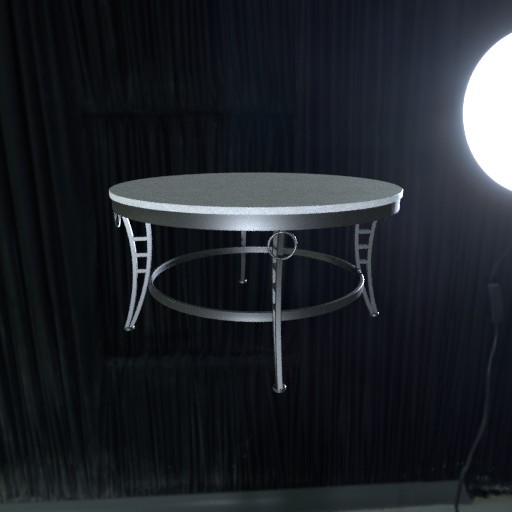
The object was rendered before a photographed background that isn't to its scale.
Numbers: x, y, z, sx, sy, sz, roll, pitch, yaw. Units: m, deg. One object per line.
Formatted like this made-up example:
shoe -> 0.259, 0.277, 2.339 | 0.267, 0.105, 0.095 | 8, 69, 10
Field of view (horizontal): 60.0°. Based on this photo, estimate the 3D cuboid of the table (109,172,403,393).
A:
table -> 0.000, 0.000, 1.470 | 0.889, 0.470, 0.889 | 0, 16, 0
